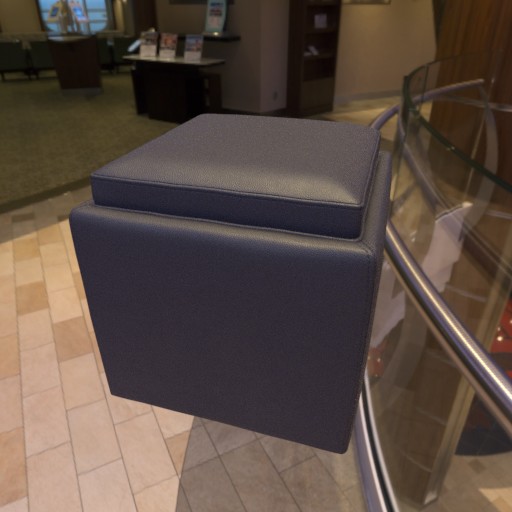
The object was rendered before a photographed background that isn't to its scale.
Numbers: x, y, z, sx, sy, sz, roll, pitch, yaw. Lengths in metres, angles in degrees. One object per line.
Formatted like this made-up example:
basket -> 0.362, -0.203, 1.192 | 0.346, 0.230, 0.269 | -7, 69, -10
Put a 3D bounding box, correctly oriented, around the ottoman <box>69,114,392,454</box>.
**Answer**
ottoman -> 0.000, 0.000, 0.834 | 0.451, 0.460, 0.450 | 9, 31, 15
